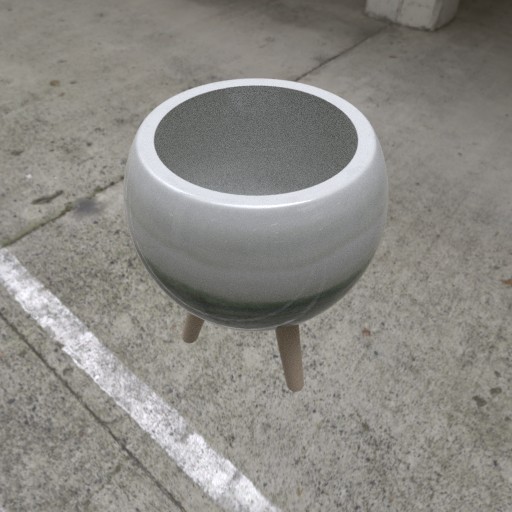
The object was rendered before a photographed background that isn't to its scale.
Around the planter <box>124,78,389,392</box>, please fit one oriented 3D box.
[{"bbox_3d":[0.000,0.000,0.438,0.222,0.278,0.222,0,47,0],"label":"planter"}]
